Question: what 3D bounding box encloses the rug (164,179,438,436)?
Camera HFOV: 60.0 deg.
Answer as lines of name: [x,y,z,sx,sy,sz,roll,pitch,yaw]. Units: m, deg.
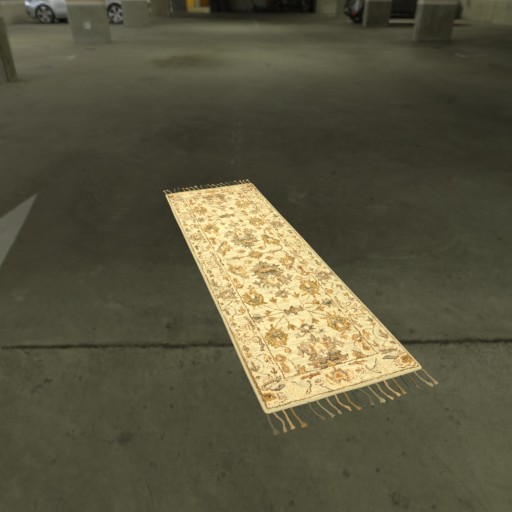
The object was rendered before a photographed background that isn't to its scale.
rug: [0.000,0.000,2.684,0.729,0.021,2.438,-10,32,-17]
